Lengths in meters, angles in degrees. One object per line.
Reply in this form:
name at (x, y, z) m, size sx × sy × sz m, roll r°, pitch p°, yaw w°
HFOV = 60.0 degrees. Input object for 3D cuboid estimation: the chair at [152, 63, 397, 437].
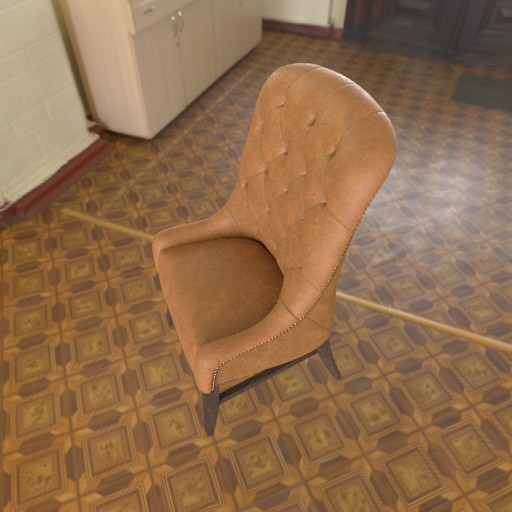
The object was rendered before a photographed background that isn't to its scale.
chair at (0.000, 0.000, 1.500) m, size 0.629 × 1.091 × 0.634 m, roll -16°, pitch 47°, yaw -16°
